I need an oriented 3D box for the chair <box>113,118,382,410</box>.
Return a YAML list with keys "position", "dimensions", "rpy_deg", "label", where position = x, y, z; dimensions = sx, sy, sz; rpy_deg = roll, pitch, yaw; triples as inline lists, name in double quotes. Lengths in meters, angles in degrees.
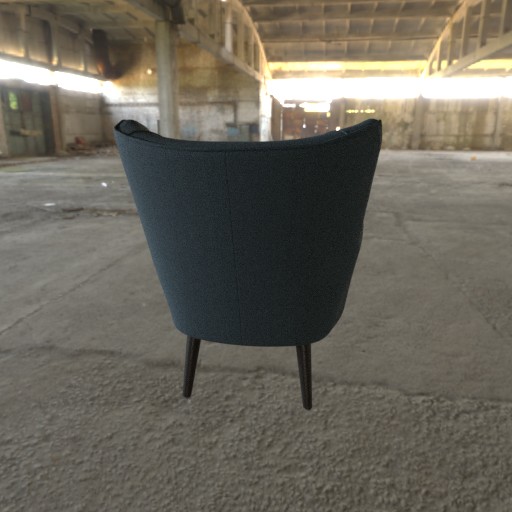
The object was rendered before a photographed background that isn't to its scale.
- position: [0.000, 0.000, 1.591]
  dimensions: [0.781, 0.933, 0.888]
  rpy_deg: [3, 16, 9]
  label: "chair"
